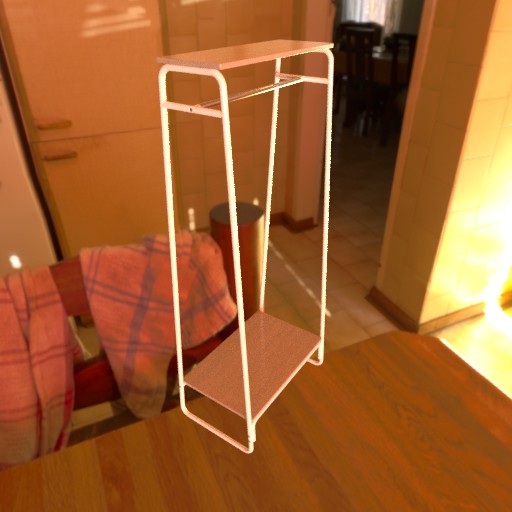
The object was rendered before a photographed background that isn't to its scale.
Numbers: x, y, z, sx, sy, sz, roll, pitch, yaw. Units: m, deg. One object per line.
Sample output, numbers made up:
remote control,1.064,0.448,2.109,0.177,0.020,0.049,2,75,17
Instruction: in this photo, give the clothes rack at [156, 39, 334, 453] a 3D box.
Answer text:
clothes rack,0.000,0.000,1.780,0.400,1.512,0.640,20,36,29
